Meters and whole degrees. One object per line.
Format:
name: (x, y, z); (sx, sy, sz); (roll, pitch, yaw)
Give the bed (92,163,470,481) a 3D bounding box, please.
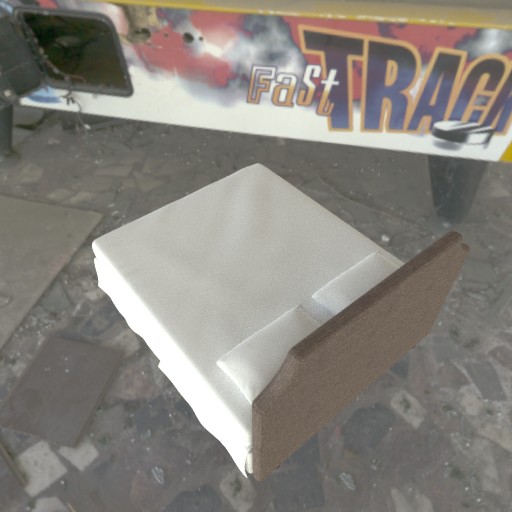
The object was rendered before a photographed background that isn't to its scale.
bed: (0.000, 0.000, 4.160); (2.350, 1.590, 2.773); (-30, 53, -26)
